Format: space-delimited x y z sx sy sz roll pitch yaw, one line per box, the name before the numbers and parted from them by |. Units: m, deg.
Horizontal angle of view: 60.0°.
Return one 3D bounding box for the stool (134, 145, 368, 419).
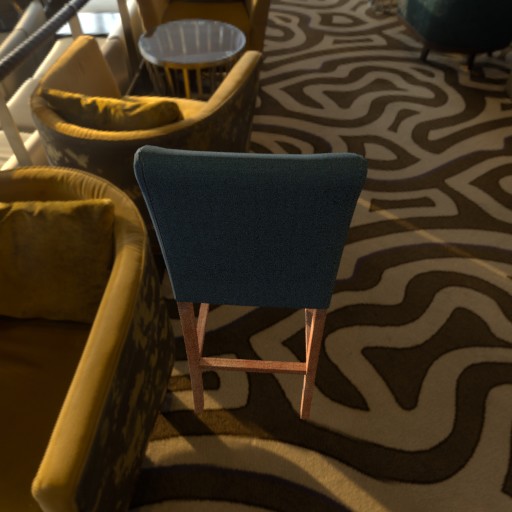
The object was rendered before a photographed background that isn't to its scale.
stool | 0.000 0.000 1.374 0.454 1.088 0.574 3 47 2
